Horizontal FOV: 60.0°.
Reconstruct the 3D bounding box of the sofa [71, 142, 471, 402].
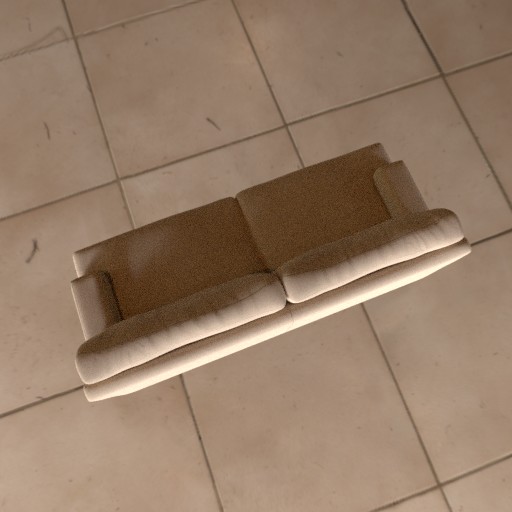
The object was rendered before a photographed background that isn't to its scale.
[{"bbox_3d":[0.000,0.000,2.648,2.147,0.925,0.929,-21,77,-5],"label":"sofa"}]
